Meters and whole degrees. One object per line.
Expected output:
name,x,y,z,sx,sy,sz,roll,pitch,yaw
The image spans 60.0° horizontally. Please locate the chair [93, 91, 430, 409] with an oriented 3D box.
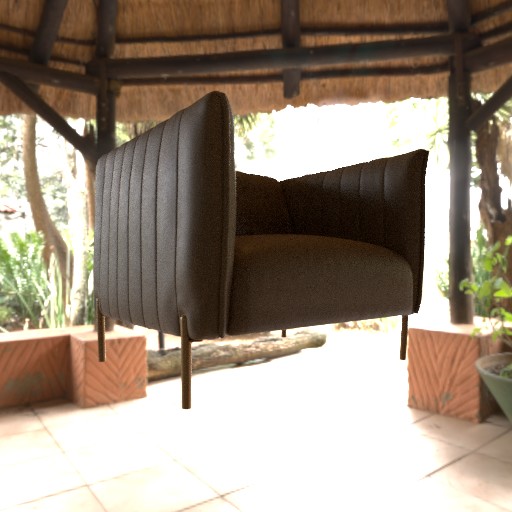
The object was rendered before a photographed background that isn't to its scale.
chair,0.000,0.000,1.633,0.981,0.779,0.876,1,-1,-38
